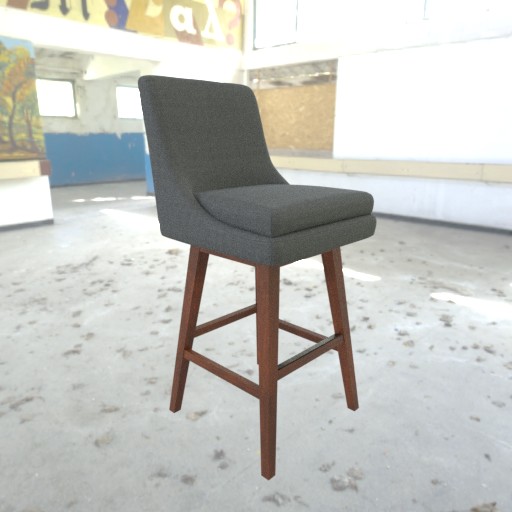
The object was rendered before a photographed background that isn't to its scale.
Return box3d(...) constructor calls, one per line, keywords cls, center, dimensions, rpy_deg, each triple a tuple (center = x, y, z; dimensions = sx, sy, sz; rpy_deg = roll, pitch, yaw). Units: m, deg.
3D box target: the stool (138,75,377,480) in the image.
box3d(cls="stool", center=(0.000, 0.000, 1.267), dimensions=(0.524, 0.977, 0.447), rpy_deg=(15, 21, 42))
